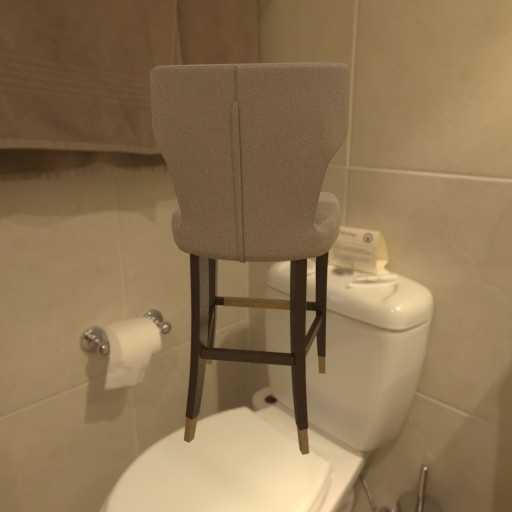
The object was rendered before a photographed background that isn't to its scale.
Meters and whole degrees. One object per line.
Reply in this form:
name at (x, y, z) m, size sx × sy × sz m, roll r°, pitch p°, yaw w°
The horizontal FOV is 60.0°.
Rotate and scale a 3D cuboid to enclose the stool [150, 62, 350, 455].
stool at (0.000, 0.000, 1.413) m, size 0.526 × 1.092 × 0.563 m, roll 2°, pitch 17°, yaw 8°
